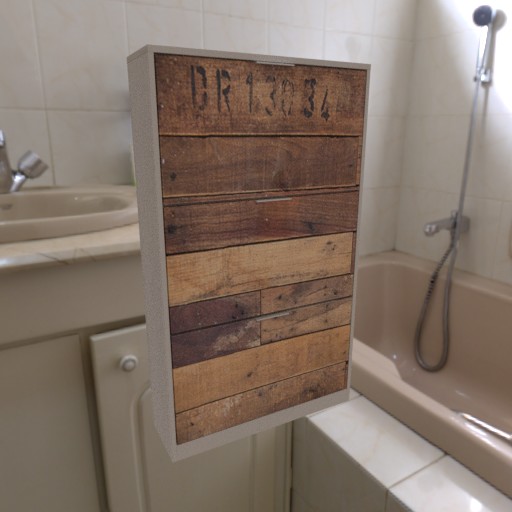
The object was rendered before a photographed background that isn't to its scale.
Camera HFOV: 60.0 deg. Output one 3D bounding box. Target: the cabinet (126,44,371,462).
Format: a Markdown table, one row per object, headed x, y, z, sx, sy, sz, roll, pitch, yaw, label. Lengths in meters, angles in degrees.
| x | y | z | sx | sy | sz | roll | pitch | yaw | label |
| --- | --- | --- | --- | --- | --- | --- | --- | --- | --- |
| 0.000 | 0.000 | 1.571 | 0.750 | 1.280 | 0.250 | -8 | 18 | -27 | cabinet |
